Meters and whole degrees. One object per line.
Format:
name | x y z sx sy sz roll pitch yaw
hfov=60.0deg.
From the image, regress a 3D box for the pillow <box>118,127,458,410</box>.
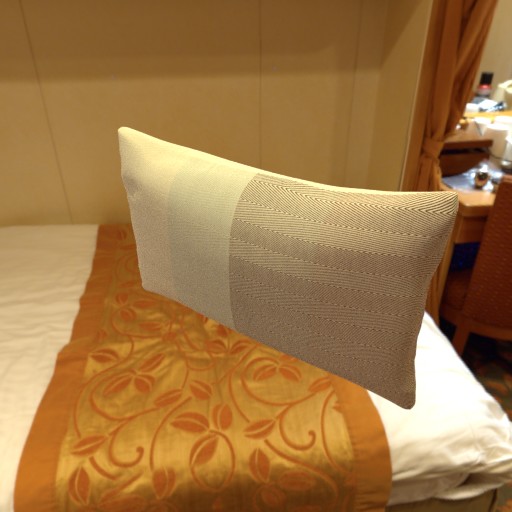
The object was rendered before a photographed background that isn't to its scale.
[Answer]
pillow | 0.000 0.000 0.633 0.506 0.305 0.139 19 36 29
